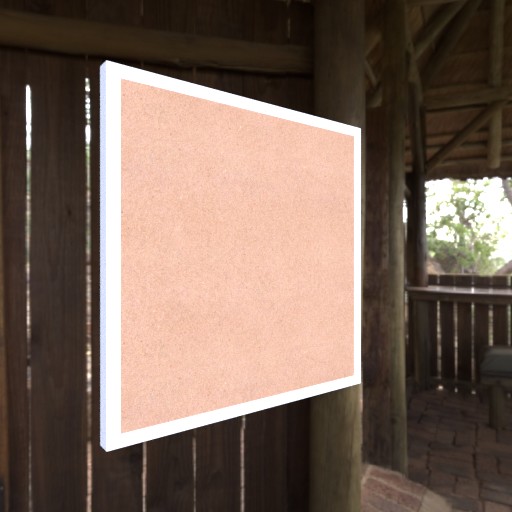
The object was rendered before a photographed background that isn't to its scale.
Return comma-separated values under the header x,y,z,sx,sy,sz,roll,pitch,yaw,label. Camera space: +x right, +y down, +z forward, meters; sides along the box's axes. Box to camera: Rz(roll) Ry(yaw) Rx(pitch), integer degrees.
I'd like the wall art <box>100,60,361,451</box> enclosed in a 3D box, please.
x,y,z,sx,sy,sz,roll,pitch,yaw,label
0.000,0.000,1.106,0.760,0.760,0.036,0,0,-37,wall art
